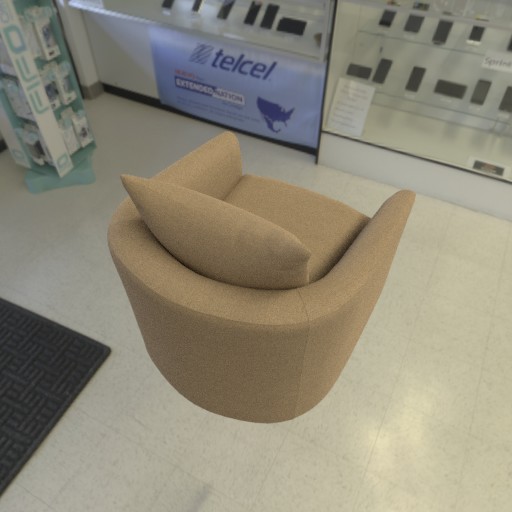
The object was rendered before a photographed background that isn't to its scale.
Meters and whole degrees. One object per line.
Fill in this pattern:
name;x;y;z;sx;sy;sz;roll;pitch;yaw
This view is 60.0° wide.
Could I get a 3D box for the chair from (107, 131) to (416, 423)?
chair;0.000;0.000;1.587;0.845;0.848;0.910;23;51;20
